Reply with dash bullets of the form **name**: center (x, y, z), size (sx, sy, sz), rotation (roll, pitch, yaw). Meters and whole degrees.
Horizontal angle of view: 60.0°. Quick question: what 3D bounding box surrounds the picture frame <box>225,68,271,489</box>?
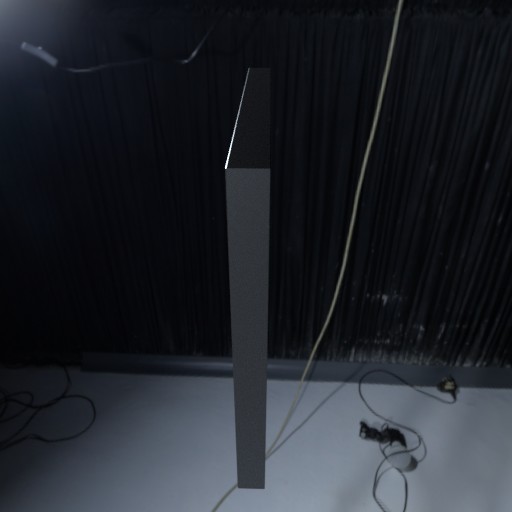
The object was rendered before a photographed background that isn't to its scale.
- **picture frame**: center (0.000, 0.000, 0.520), size (0.029, 0.353, 0.355), rotation (1, 32, 1)
